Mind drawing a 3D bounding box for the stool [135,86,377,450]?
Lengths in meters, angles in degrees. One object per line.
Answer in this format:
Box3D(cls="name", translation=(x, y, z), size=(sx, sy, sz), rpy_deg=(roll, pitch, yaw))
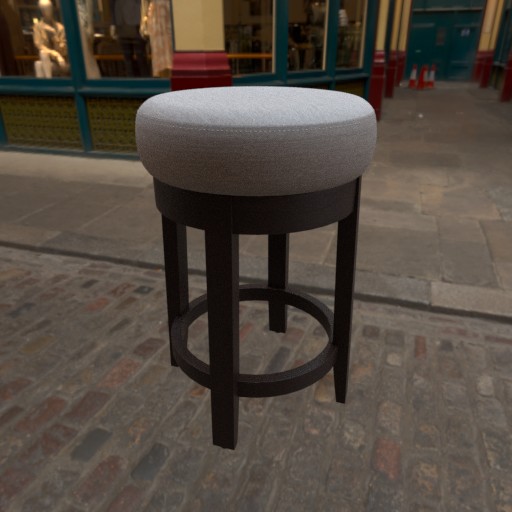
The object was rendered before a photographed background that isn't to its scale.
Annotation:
Box3D(cls="stool", translation=(0.000, 0.000, 0.950), size=(0.443, 0.672, 0.443), rpy_deg=(0, 26, 0))
